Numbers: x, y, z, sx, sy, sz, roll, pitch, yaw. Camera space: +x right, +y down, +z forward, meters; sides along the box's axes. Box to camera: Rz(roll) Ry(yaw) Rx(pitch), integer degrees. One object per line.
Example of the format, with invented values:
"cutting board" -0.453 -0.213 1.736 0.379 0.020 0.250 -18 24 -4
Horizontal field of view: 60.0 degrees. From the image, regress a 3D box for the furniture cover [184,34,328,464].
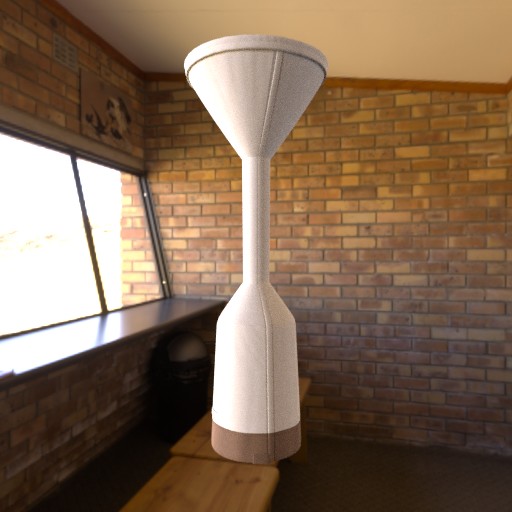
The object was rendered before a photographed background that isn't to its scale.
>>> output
"furniture cover" 0.000 0.000 2.860 0.914 2.413 0.914 0 0 -18
